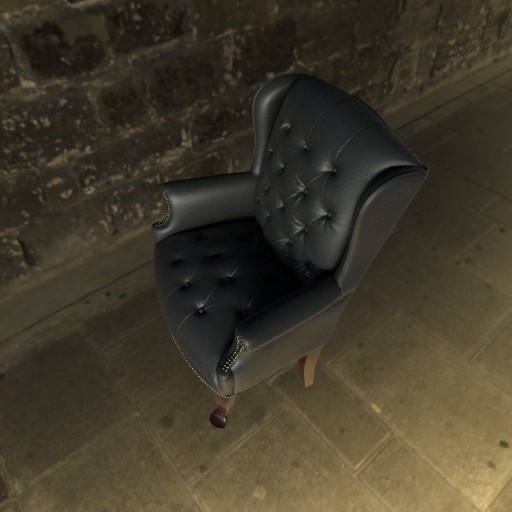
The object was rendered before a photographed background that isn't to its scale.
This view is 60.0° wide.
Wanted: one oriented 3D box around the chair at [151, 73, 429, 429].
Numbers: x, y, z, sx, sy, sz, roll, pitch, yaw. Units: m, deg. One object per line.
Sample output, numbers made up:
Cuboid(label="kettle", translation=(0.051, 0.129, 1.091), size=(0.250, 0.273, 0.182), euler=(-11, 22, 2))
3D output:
Cuboid(label="chair", translation=(0.000, 0.000, 1.655), size=(0.762, 1.111, 0.838), euler=(-19, 49, -17))
